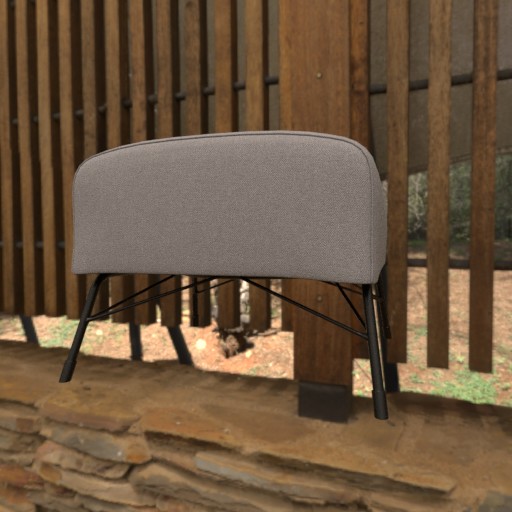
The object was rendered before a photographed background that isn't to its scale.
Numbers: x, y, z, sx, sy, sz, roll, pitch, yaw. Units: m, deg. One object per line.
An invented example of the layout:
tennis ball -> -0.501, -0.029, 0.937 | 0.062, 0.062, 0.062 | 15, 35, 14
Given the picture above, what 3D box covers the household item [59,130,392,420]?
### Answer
household item -> 0.000, 0.000, 0.904 | 0.530, 0.410, 0.530 | 1, 2, 18
